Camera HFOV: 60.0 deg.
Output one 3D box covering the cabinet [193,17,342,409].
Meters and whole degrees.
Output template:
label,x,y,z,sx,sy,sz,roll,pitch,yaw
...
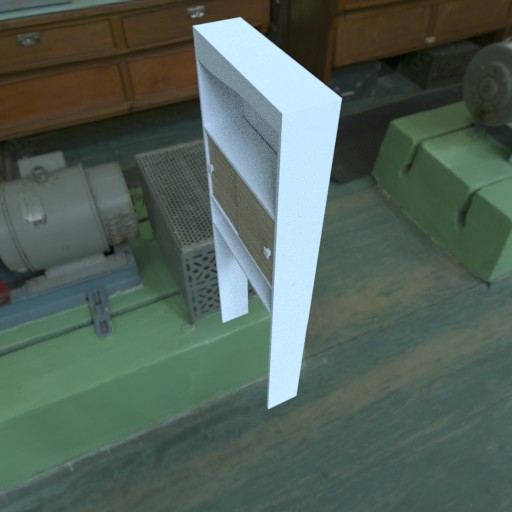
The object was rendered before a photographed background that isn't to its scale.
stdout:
label,x,y,z,sx,sy,sz,roll,pitch,yaw
cabinet,0.000,0.000,1.992,0.192,1.770,0.643,-20,51,-17
